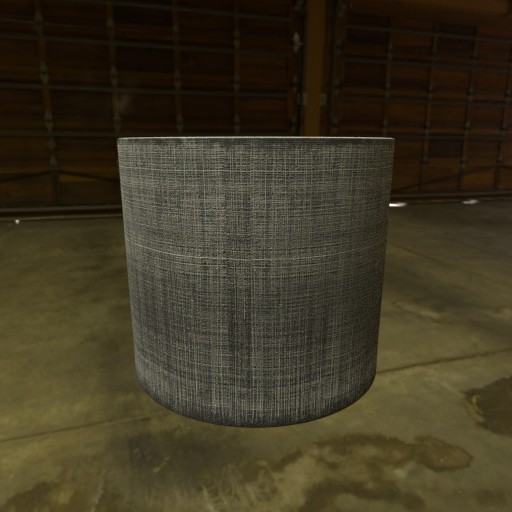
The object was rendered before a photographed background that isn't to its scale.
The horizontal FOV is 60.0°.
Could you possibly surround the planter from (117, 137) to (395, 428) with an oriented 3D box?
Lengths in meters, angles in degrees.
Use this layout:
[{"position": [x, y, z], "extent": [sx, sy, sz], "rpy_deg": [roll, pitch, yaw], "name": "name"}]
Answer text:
[{"position": [0.000, 0.000, 0.393], "extent": [0.221, 0.201, 0.221], "rpy_deg": [0, 14, 0], "name": "planter"}]
